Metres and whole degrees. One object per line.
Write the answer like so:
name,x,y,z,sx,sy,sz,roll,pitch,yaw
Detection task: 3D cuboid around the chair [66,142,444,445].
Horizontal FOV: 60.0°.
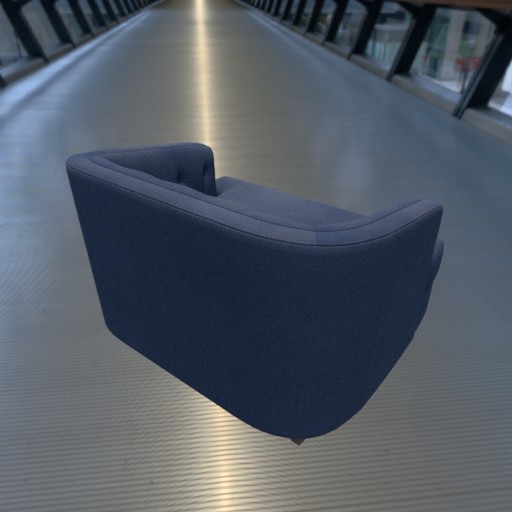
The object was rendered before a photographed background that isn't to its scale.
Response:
chair,0.000,0.000,1.652,1.118,0.787,0.914,22,37,32
